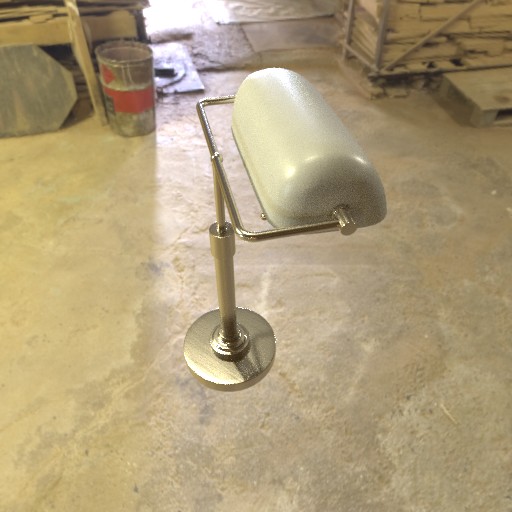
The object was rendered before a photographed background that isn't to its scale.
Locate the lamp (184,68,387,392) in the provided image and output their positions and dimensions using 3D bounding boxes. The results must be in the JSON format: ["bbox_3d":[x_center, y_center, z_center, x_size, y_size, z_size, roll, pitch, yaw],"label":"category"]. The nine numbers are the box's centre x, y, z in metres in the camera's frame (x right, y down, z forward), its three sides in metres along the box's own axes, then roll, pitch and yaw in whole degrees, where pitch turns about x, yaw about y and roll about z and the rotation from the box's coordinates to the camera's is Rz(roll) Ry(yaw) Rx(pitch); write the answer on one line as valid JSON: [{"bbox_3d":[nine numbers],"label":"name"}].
[{"bbox_3d":[0.000,0.000,0.568,0.227,0.404,0.269,-10,46,-10],"label":"lamp"}]
